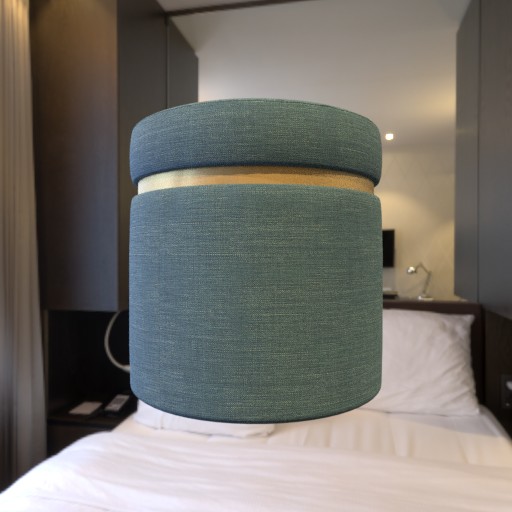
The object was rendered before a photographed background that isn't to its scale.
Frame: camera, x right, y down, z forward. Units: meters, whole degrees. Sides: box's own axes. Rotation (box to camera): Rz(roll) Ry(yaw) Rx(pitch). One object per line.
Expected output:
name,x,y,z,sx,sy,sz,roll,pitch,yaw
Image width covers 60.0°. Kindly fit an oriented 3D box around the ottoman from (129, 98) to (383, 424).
ottoman,0.000,0.000,0.724,0.398,0.406,0.398,0,0,0
